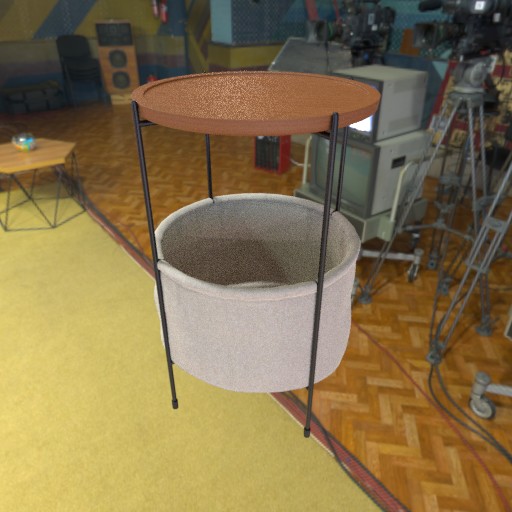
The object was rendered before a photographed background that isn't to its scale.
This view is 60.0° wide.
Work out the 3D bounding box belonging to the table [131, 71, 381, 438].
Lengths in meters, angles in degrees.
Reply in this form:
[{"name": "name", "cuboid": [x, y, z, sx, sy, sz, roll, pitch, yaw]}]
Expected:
[{"name": "table", "cuboid": [0.000, 0.000, 0.865, 0.393, 0.623, 0.393, 7, 32, 12]}]
